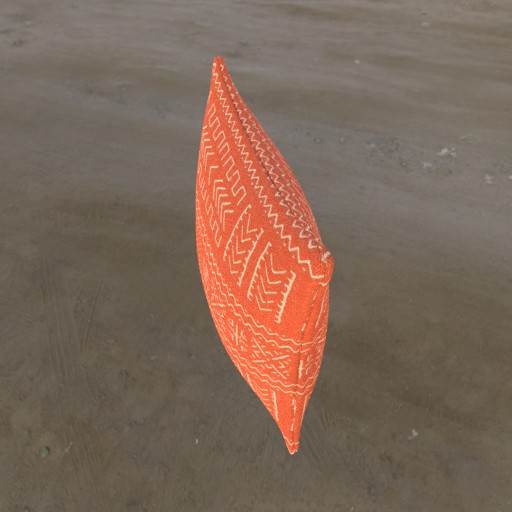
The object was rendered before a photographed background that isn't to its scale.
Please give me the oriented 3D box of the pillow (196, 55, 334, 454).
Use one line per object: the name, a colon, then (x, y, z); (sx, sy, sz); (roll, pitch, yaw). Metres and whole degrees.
pillow: (0.000, 0.000, 0.657); (0.164, 0.429, 0.438); (-12, 48, -11)
